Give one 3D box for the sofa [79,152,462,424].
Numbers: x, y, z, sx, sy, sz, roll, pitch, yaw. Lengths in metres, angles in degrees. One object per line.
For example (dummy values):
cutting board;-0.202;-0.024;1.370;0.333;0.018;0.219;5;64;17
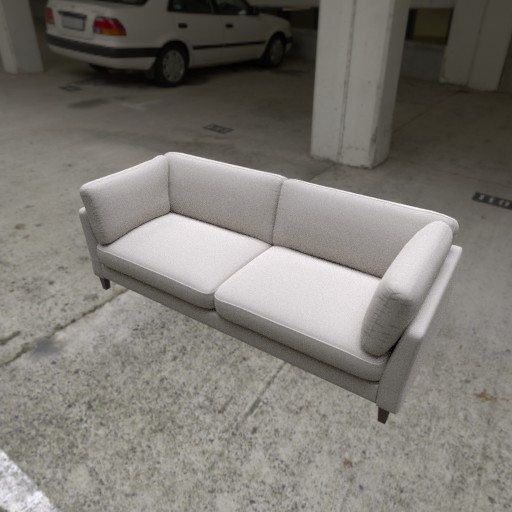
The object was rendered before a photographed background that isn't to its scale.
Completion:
sofa;0.000;0.000;2.839;2.301;0.863;0.957;19;35;29
